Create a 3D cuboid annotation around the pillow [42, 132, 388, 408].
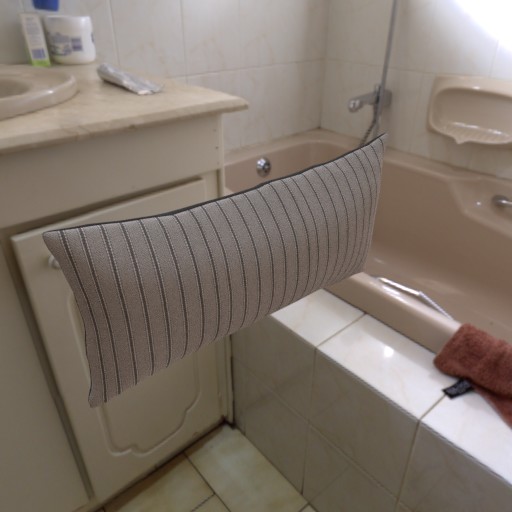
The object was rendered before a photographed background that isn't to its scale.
[{"bbox_3d":[0.000,0.000,0.728,0.609,0.305,0.151,-22,37,-32],"label":"pillow"}]
